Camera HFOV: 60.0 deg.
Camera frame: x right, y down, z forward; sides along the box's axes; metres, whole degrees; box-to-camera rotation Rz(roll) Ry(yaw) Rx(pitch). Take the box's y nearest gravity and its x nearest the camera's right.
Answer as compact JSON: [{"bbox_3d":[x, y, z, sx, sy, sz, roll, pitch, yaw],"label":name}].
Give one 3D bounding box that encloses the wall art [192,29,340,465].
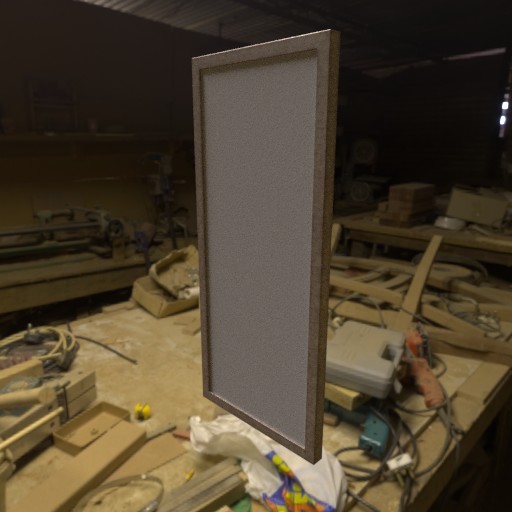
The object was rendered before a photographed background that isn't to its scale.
[{"bbox_3d":[0.000,0.000,1.683,0.648,1.461,0.051,14,20,43],"label":"wall art"}]
